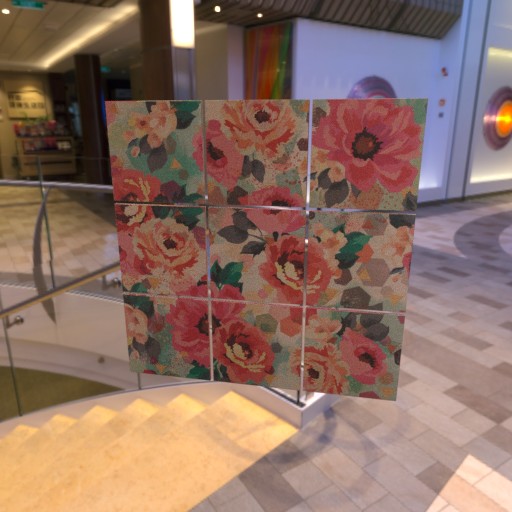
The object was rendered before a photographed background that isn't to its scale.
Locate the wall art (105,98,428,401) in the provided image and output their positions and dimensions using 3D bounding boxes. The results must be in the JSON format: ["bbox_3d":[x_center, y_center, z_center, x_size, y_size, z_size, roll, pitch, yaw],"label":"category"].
[{"bbox_3d":[0.000,0.000,1.369,0.911,0.910,0.012,3,17,11],"label":"wall art"}]
